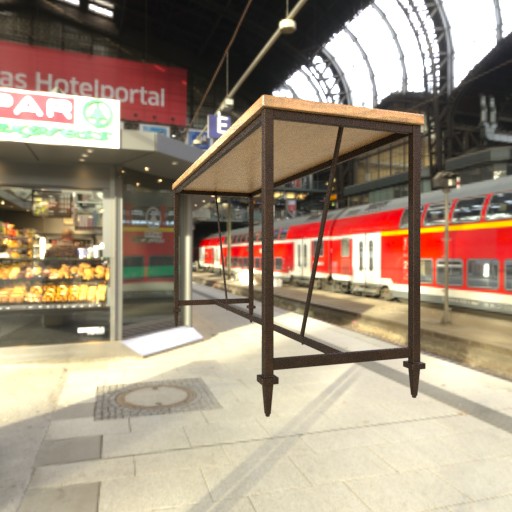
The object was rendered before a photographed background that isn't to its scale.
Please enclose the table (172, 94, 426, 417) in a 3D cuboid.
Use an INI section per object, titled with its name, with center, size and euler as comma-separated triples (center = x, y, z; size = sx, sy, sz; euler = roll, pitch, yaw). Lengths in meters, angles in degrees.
[table]
center = 0.000, 0.000, 2.117
size = 0.551, 0.902, 1.700
euler = 0, 0, -19
